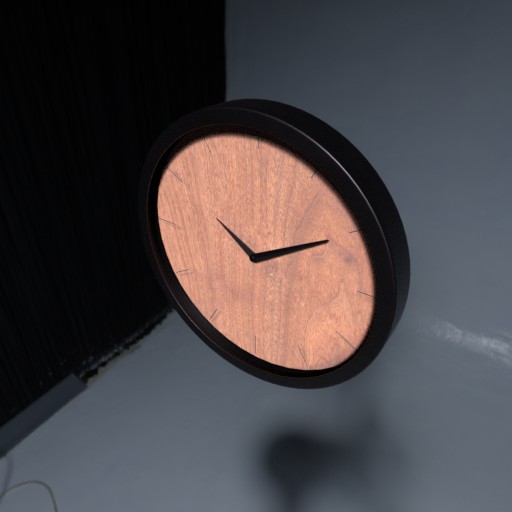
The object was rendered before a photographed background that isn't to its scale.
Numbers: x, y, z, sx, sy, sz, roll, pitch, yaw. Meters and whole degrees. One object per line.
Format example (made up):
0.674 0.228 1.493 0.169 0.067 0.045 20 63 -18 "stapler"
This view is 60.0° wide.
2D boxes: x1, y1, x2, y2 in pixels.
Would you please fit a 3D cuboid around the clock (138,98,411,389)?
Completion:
0.000 0.000 0.470 0.314 0.314 0.040 20 36 29 "clock"
